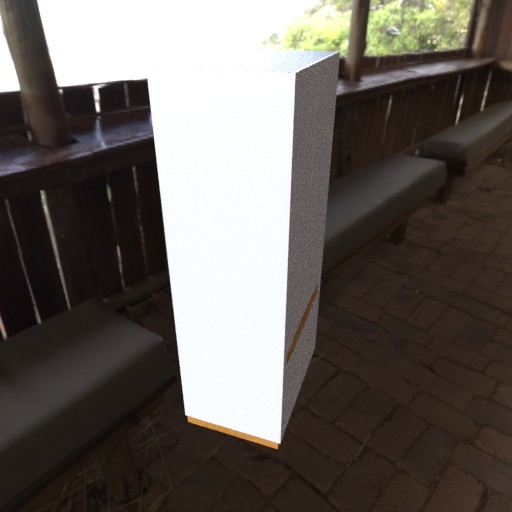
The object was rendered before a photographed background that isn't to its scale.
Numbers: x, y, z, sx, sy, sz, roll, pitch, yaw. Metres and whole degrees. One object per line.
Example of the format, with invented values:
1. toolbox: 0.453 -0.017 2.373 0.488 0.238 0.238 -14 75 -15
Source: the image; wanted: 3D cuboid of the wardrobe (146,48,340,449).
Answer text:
1. wardrobe: 0.000 0.000 2.489 0.600 2.040 0.860 10 31 17
